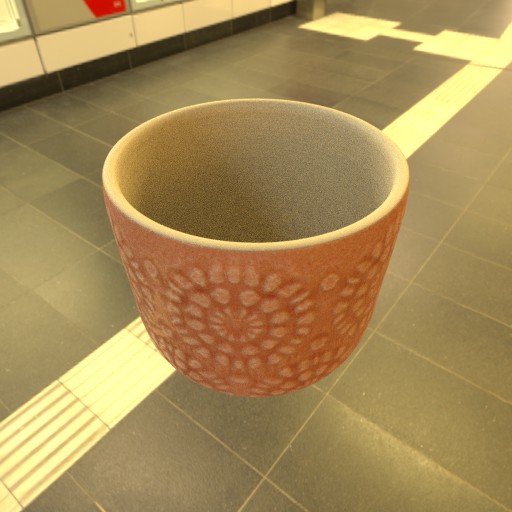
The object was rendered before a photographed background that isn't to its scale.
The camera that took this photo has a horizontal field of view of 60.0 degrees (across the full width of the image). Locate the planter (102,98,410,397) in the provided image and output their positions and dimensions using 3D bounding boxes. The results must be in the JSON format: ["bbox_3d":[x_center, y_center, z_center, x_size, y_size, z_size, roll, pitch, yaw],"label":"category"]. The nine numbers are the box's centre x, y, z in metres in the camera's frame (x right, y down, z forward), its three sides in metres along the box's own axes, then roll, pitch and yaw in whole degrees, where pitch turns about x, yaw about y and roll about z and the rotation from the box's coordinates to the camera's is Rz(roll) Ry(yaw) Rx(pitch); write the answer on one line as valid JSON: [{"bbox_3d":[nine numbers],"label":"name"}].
[{"bbox_3d":[0.000,0.000,0.216,0.124,0.109,0.124,0,41,0],"label":"planter"}]
